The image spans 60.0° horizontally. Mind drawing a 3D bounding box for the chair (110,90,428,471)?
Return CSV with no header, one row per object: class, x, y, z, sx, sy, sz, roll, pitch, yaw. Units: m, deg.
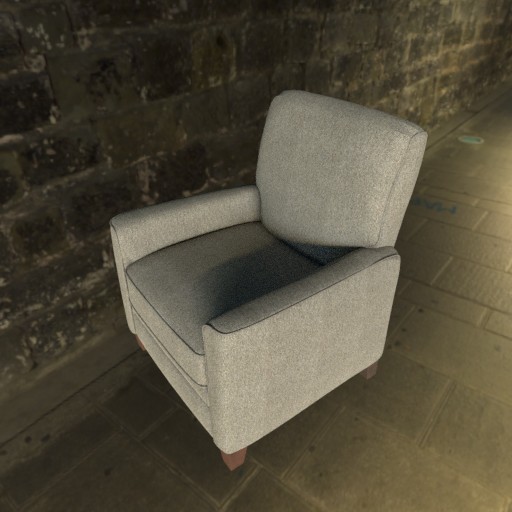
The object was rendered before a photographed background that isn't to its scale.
chair,0.000,0.000,1.644,0.858,1.028,0.841,-21,38,-30
